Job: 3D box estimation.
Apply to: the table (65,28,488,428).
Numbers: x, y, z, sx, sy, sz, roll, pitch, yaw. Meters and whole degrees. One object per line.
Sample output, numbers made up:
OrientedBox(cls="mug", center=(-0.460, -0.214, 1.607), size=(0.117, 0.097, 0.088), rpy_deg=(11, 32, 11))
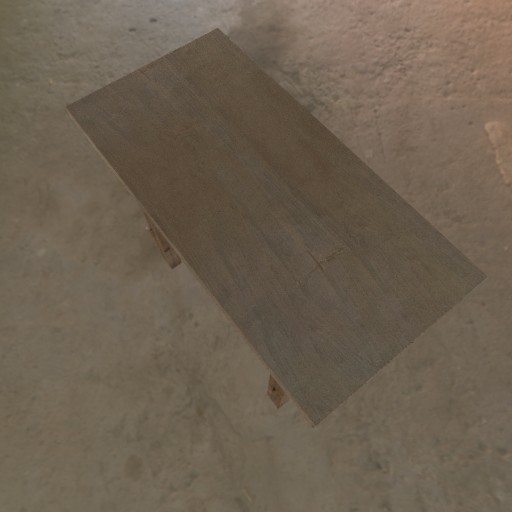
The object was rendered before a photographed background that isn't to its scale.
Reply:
OrientedBox(cls="table", center=(0.000, 0.000, 1.603), size=(0.556, 0.914, 1.119), rpy_deg=(-35, 70, -15))
